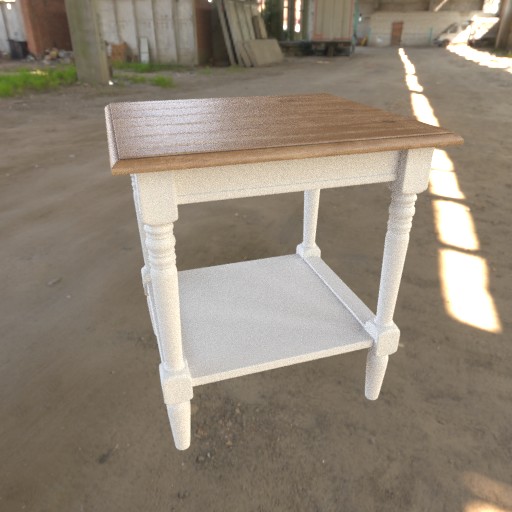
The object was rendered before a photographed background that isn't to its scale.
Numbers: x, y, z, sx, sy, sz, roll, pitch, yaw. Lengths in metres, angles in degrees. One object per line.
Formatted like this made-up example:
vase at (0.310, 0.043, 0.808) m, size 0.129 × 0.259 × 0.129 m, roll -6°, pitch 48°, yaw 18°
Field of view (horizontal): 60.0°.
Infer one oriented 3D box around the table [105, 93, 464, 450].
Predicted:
table at (0.000, 0.000, 0.912) m, size 0.508 × 0.561 × 0.457 m, roll -8°, pitch 29°, yaw -16°
